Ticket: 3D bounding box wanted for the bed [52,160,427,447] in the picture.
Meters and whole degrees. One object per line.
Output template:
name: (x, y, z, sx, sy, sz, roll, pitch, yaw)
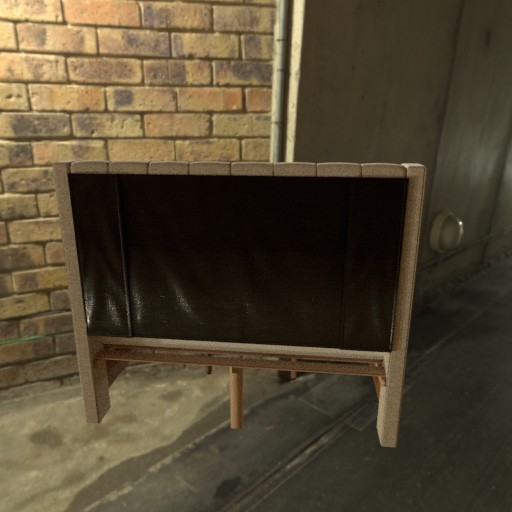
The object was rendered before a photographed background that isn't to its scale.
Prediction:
bed: (0.000, 0.000, 3.739, 2.044, 1.748, 2.372, 2, 17, 6)
